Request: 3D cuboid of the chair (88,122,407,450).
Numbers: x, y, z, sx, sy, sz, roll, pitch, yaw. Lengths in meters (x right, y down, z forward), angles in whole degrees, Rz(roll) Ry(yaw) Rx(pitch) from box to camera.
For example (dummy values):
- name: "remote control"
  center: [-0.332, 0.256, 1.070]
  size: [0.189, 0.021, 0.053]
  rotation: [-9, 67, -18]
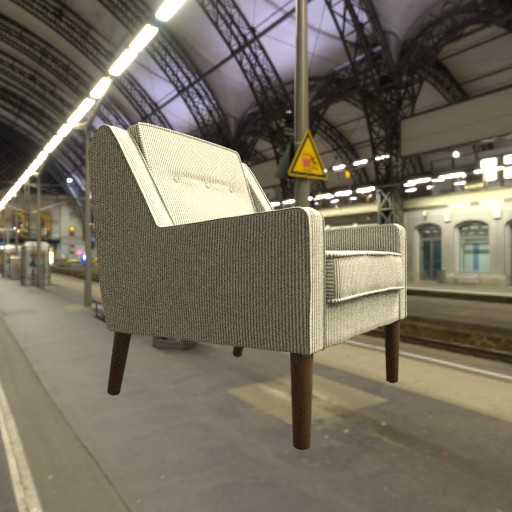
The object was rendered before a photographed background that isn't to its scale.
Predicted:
- name: "chair"
  center: [0.000, 0.000, 1.325]
  size: [0.743, 0.792, 0.663]
  rotation: [0, 0, 35]
